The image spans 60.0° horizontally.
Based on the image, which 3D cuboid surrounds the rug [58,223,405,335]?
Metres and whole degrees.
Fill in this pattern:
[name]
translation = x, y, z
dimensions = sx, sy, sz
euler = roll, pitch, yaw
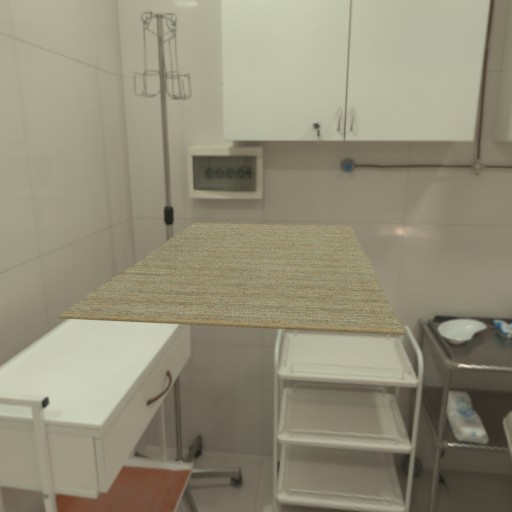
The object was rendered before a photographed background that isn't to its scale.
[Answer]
[rug]
translation = 0.000, 0.000, 3.091
dimensions = 1.540, 0.012, 2.448
euler = 2, 14, 7
